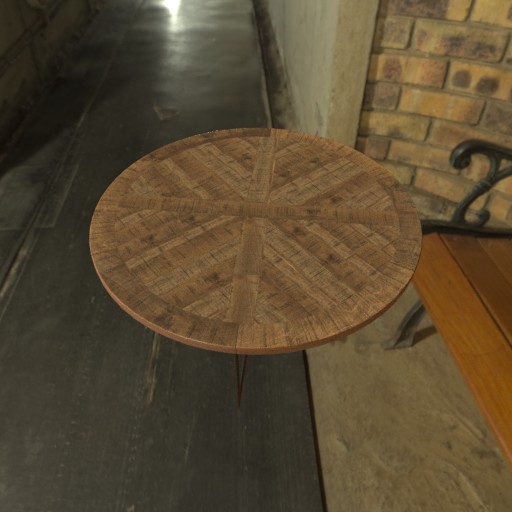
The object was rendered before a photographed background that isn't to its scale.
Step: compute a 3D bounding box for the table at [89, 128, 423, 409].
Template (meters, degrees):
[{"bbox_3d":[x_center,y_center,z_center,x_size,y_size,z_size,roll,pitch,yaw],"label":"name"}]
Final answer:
[{"bbox_3d":[0.000,0.000,1.920,1.264,0.516,1.264,0,45,0],"label":"table"}]
